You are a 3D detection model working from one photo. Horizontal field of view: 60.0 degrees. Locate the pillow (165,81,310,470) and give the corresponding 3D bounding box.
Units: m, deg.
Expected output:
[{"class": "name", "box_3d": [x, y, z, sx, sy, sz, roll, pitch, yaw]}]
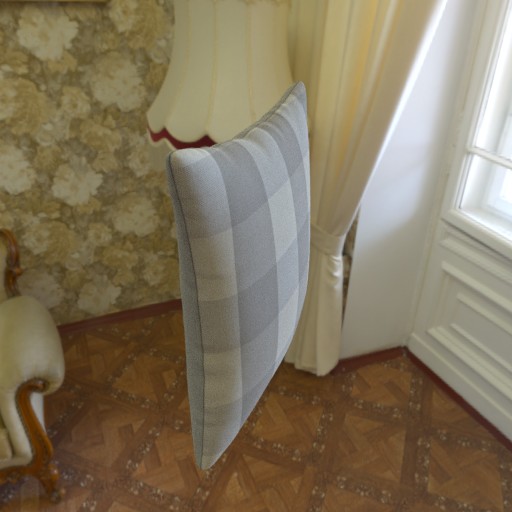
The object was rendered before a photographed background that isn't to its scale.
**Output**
[{"class": "pillow", "box_3d": [0.000, 0.000, 0.776, 0.161, 0.509, 0.511, 10, 31, 17]}]
